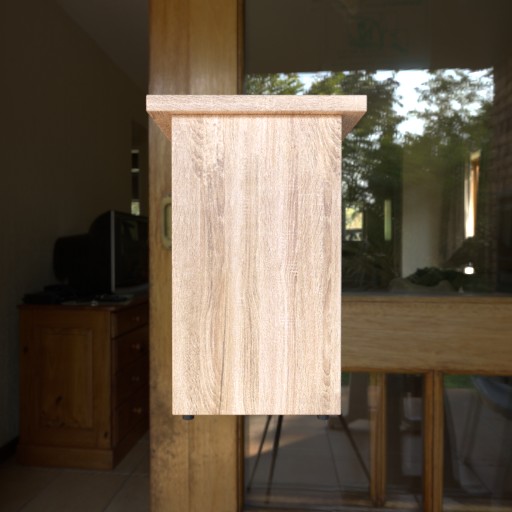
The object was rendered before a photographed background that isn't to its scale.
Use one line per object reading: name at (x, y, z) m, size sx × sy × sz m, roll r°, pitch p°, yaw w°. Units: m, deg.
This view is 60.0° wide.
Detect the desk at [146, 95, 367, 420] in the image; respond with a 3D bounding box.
desk at (0.000, 0.000, 1.657) m, size 0.500 × 0.750 × 1.300 m, roll 0°, pitch 1°, yaw 0°
